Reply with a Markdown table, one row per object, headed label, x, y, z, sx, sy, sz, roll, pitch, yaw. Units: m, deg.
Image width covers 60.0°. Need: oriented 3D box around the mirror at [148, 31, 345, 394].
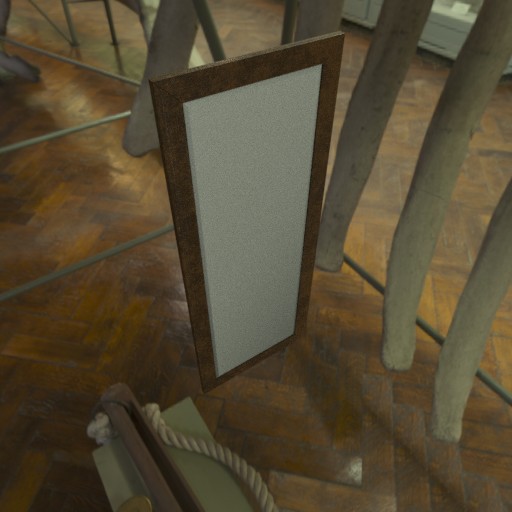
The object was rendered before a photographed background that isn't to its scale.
| label | x | y | z | sx | sy | sz | roll | pitch | yaw |
| --- | --- | --- | --- | --- | --- | --- | --- | --- | --- |
| mirror | 0.000 | 0.000 | 2.295 | 0.812 | 2.031 | 0.032 | -25 | 50 | -23 |
